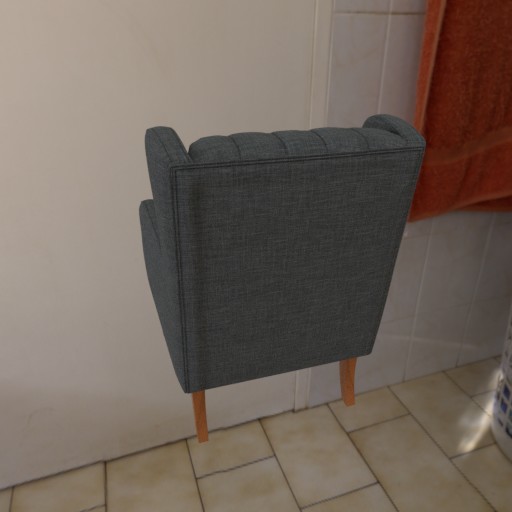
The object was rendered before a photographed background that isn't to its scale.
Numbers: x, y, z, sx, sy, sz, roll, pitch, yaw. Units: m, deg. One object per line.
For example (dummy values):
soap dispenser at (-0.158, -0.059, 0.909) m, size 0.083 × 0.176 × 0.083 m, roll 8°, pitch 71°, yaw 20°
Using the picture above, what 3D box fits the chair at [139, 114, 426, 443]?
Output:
chair at (0.000, 0.000, 1.489) m, size 0.711 × 0.953 × 0.775 m, roll -8°, pitch 28°, yaw -15°
